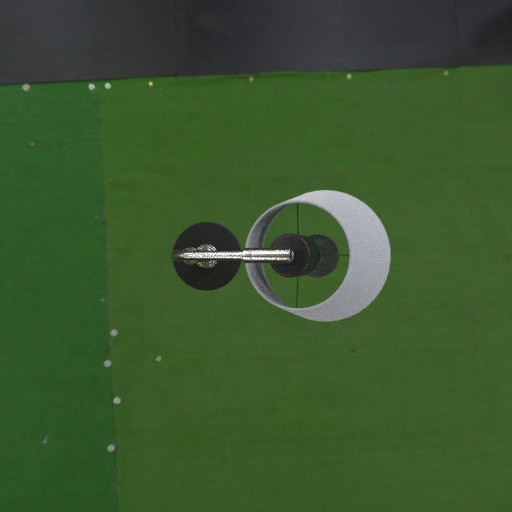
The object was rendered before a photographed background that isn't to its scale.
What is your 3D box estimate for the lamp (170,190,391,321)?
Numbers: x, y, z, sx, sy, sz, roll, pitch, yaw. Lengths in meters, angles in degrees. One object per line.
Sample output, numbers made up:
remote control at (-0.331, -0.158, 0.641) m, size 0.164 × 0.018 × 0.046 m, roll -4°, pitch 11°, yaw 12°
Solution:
lamp at (0.000, 0.000, 0.705) m, size 0.348 × 0.539 × 0.181 m, roll 0°, pitch 90°, yaw -1°
